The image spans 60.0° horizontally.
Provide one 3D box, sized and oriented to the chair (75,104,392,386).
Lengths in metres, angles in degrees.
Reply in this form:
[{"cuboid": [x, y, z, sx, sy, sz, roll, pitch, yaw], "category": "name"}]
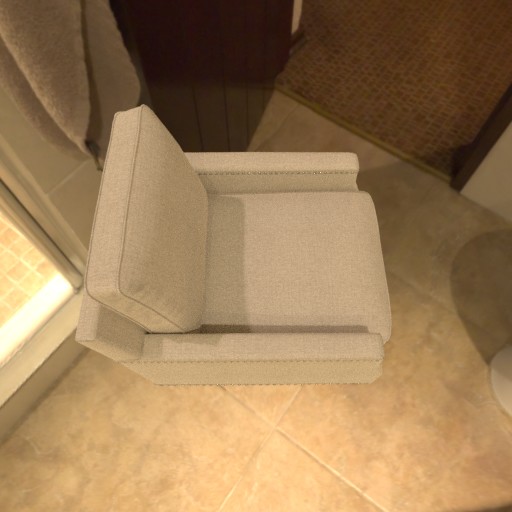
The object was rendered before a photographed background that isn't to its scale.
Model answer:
[{"cuboid": [0.000, 0.000, 1.704, 1.014, 0.943, 0.853, 0, 64, 0], "category": "chair"}]
